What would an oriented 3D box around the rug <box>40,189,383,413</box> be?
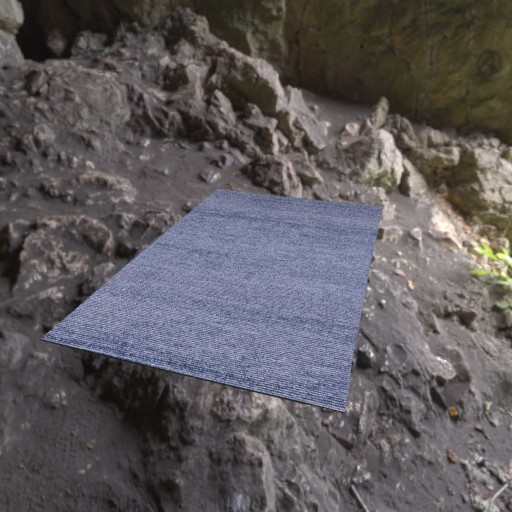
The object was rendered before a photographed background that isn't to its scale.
[{"bbox_3d":[0.000,0.000,2.256,1.145,0.021,1.777,9,29,16],"label":"rug"}]
